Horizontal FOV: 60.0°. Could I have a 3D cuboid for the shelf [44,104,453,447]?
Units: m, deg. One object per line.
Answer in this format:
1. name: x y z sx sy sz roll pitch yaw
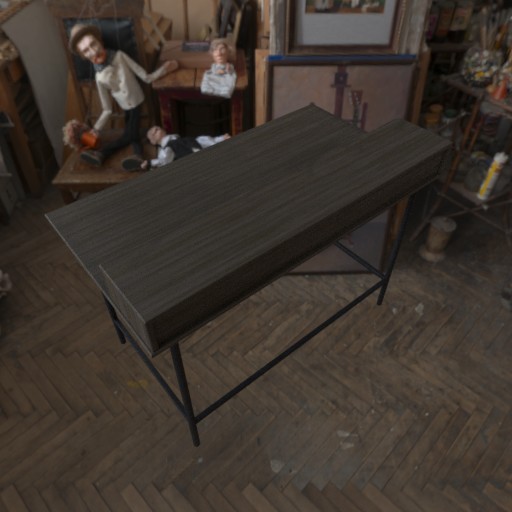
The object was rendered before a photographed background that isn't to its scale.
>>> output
1. shelf: 0.000 0.000 1.741 1.212 0.865 0.685 -30 52 -27
